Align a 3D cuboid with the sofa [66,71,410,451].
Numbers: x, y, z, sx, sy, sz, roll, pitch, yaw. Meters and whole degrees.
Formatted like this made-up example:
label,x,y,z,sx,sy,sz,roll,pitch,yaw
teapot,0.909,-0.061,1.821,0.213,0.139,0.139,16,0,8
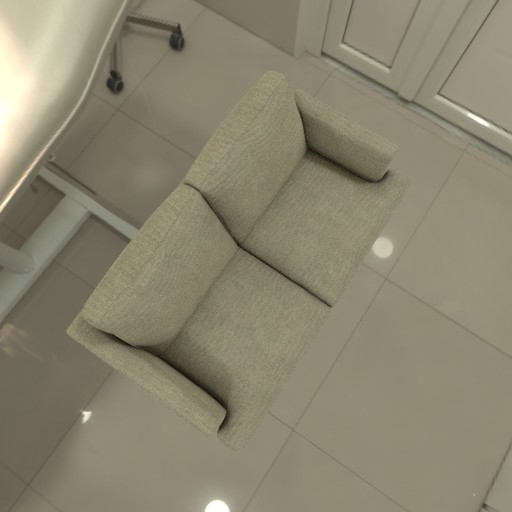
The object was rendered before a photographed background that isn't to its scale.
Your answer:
label,x,y,z,sx,sy,sz,roll,pitch,yaw
sofa,0.000,0.000,2.170,0.903,0.944,1.582,33,78,8
